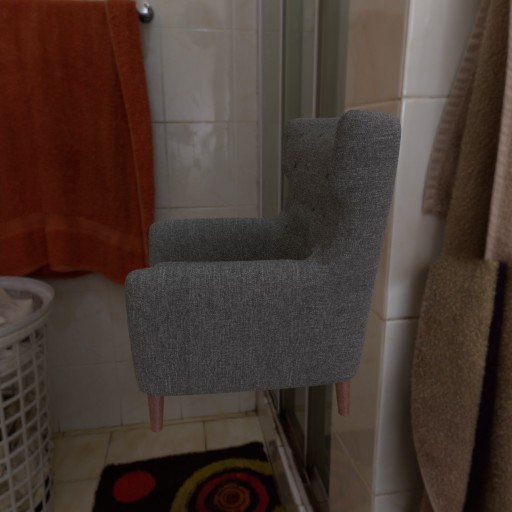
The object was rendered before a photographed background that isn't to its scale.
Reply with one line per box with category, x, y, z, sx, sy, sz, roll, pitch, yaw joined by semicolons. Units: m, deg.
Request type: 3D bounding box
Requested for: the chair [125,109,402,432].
chair;0.000;0.000;1.747;0.904;1.063;0.878;-2;16;-7
